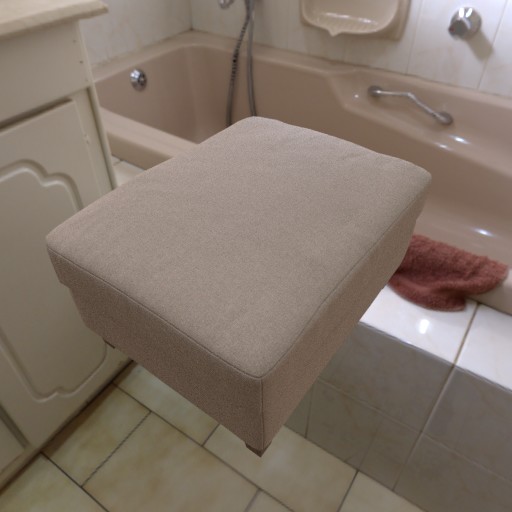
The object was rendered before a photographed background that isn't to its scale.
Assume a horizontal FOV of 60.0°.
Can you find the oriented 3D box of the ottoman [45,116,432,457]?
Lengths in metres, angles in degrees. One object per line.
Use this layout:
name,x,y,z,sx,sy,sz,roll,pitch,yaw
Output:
ottoman,0.000,0.000,1.326,0.692,0.511,0.902,26,48,26
